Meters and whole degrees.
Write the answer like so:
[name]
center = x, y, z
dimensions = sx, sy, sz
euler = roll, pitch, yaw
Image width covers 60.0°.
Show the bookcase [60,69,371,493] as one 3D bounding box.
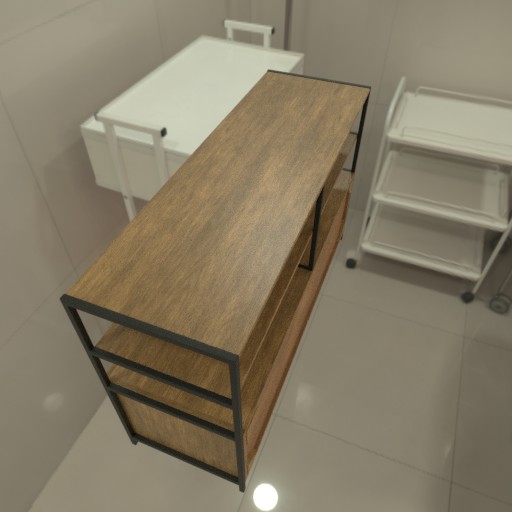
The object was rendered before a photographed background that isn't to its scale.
[bookcase]
center = 0.000, 0.000, 1.443
dimensions = 0.391, 0.712, 1.149
euler = 16, 48, 15
